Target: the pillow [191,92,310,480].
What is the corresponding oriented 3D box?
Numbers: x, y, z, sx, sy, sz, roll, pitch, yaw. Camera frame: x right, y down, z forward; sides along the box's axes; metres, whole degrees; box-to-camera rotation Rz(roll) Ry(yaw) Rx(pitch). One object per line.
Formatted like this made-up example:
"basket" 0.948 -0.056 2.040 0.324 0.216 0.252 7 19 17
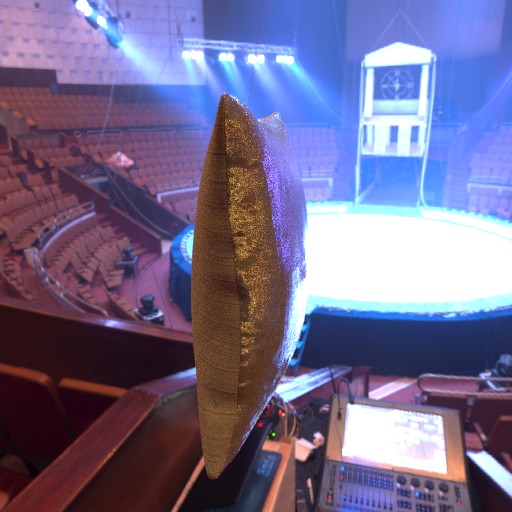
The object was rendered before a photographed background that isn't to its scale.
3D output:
"pillow" 0.000 0.000 0.713 0.175 0.464 0.470 3 17 10
